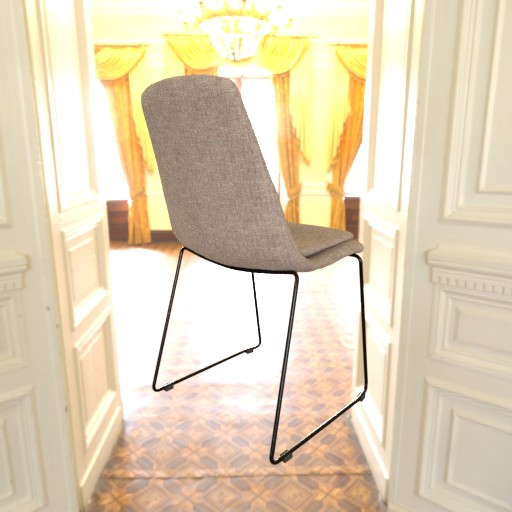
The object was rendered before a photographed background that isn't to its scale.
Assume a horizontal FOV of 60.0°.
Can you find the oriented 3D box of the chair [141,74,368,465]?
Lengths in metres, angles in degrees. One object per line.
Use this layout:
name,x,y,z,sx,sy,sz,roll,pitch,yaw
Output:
chair,0.000,0.000,1.201,0.479,0.858,0.518,12,18,42
